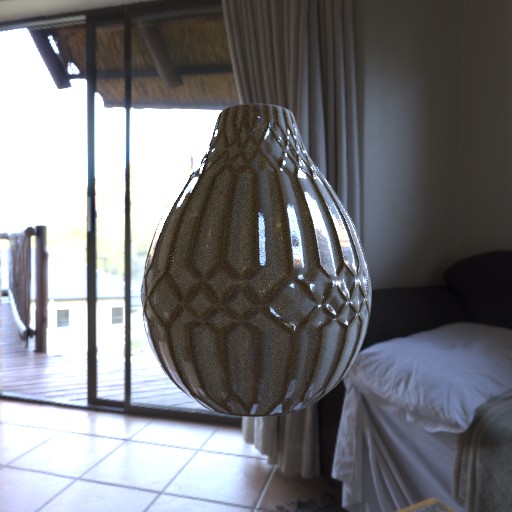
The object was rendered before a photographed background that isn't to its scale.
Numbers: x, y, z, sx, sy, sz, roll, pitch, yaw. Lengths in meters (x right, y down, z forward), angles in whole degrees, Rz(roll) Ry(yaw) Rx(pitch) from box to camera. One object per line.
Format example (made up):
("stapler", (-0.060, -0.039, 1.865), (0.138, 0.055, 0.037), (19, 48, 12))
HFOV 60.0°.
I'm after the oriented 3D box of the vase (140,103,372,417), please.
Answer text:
("vase", (0.000, 0.000, 0.316), (0.159, 0.200, 0.159), (0, 1, 0))
